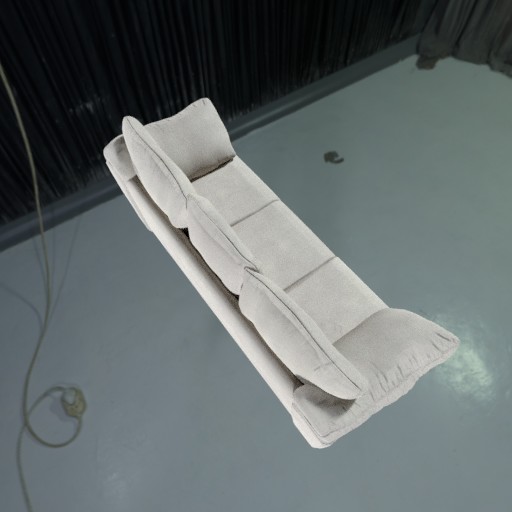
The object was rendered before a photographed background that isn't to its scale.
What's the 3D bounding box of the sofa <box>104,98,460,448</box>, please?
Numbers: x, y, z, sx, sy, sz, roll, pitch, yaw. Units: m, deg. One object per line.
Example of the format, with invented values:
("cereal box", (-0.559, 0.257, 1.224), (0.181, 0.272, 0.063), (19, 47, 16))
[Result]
("sofa", (0.000, 0.000, 2.791), (0.878, 0.996, 2.334), (-32, 63, -19))
